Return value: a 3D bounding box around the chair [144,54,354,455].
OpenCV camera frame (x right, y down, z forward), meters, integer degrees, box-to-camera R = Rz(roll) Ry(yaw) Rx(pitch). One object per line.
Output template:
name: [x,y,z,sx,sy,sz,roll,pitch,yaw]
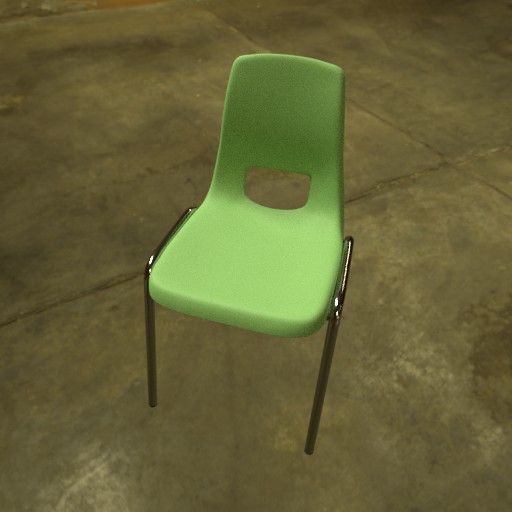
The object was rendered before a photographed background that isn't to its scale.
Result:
chair: [0.000,0.000,0.898,0.381,0.653,0.436,12,44,13]
